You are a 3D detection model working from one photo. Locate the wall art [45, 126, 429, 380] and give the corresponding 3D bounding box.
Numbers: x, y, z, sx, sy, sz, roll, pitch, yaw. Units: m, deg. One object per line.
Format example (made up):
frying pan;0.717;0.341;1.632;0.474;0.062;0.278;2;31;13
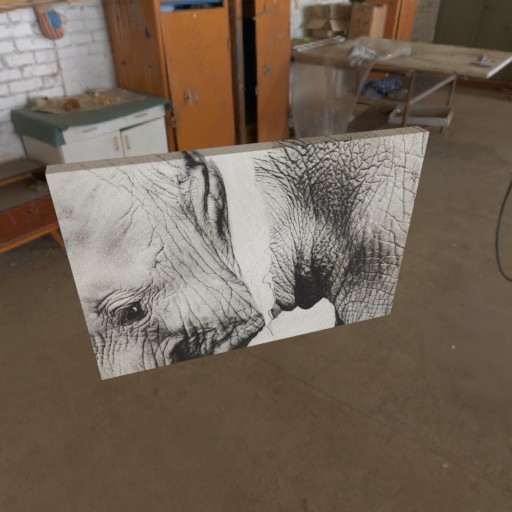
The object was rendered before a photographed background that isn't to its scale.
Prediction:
wall art;0.000;0.000;0.805;0.613;0.407;0.035;-10;34;-15
